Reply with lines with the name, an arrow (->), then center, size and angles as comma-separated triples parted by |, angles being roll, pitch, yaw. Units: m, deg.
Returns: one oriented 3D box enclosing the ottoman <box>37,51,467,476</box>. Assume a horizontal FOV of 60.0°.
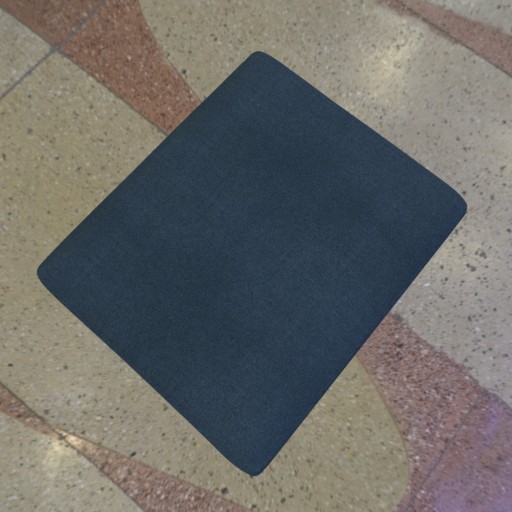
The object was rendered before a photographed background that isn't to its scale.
ottoman -> 0.000, 0.000, 1.215 | 0.693, 0.474, 0.821 | 40, 79, 9
